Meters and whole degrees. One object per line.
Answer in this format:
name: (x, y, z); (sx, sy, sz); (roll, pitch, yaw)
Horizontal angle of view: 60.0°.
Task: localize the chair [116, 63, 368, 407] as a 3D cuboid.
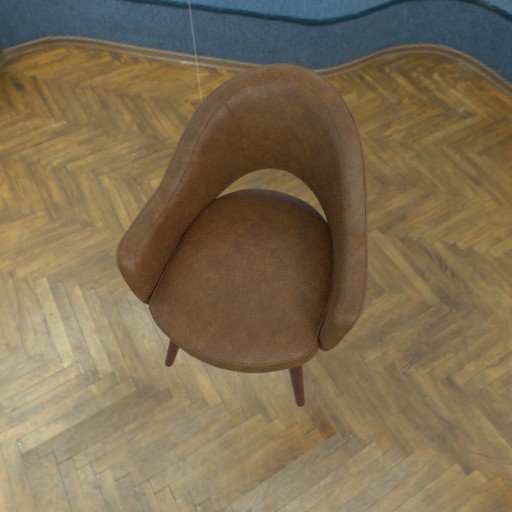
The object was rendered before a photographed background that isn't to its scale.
chair: (0.000, 0.000, 1.240); (0.591, 0.777, 0.640); (14, 59, 9)
